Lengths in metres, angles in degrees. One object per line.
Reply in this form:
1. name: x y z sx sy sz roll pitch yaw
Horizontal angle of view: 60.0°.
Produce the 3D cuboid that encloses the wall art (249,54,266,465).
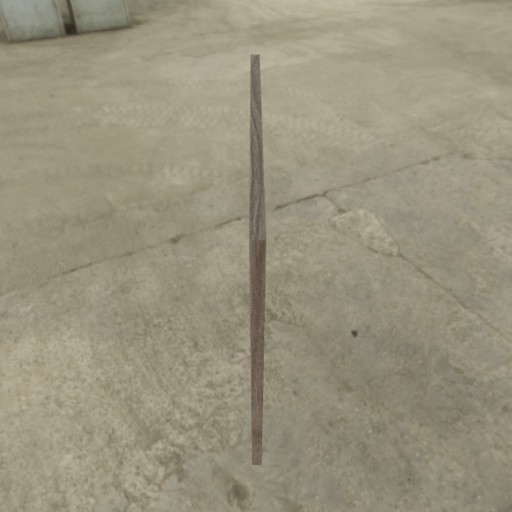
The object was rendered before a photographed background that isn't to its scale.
1. wall art: 0.000 0.000 0.775 0.016 0.507 0.508 0 43 0
